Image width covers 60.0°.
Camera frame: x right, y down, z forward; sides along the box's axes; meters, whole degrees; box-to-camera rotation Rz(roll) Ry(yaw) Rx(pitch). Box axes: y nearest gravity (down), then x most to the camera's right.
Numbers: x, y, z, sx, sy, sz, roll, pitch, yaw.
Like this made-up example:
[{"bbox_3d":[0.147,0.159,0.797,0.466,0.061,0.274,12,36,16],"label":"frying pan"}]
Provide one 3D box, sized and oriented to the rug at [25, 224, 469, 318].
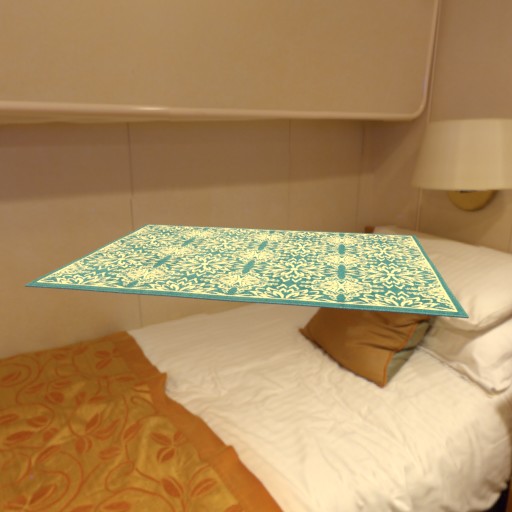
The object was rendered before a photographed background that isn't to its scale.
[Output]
[{"bbox_3d":[0.000,0.000,2.882,2.205,0.012,1.554,3,17,10],"label":"rug"}]
